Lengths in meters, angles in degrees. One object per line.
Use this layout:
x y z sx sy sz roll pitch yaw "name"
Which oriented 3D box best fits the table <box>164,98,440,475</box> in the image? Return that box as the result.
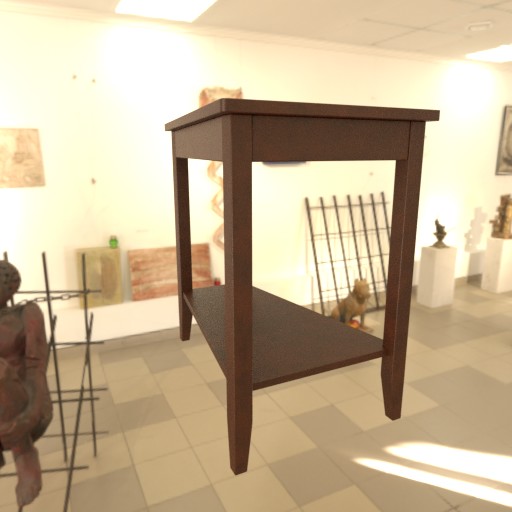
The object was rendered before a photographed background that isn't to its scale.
0.000 0.000 0.989 0.399 0.589 0.605 -7 15 -26 "table"
